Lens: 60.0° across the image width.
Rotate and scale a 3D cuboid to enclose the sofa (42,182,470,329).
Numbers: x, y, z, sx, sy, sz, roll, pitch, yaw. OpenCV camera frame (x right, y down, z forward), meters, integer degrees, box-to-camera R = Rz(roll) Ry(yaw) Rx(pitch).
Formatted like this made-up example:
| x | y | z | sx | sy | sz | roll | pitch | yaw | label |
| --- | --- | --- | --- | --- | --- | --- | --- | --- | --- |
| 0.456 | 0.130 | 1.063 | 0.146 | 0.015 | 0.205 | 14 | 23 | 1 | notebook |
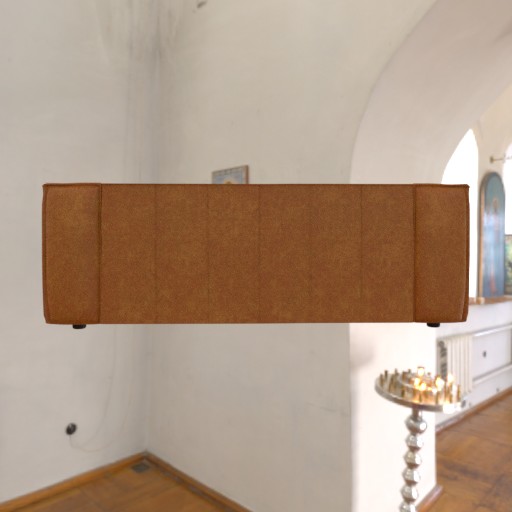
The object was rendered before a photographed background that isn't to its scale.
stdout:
| x | y | z | sx | sy | sz | roll | pitch | yaw | label |
| --- | --- | --- | --- | --- | --- | --- | --- | --- | --- |
| 0.000 | 0.000 | 2.606 | 2.088 | 0.703 | 1.102 | 0 | 0 | -1 | sofa |
